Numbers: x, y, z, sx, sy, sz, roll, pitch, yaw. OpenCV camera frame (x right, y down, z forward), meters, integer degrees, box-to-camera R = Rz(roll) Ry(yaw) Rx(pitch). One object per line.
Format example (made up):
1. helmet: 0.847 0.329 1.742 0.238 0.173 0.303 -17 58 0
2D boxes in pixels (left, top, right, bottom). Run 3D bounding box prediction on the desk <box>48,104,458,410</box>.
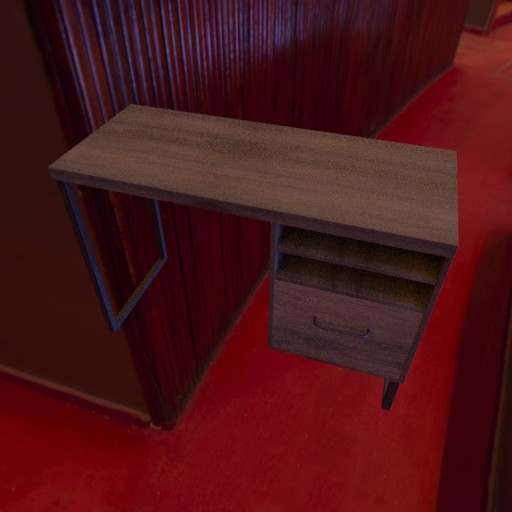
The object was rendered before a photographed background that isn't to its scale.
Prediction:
1. desk: 0.000 0.000 1.567 1.134 0.752 0.511 12 43 13
